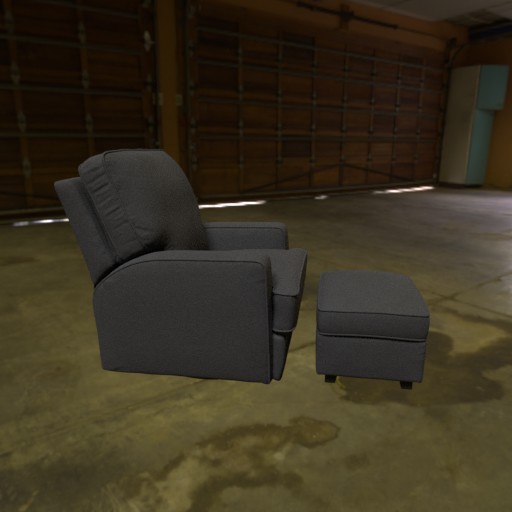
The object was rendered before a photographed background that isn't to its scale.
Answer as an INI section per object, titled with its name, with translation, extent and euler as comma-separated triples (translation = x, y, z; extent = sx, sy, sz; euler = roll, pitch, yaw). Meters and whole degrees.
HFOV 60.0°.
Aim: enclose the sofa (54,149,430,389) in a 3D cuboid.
[sofa]
translation = 0.000, 0.000, 2.044
extent = 1.472, 0.959, 0.861
euler = 2, 14, 9
